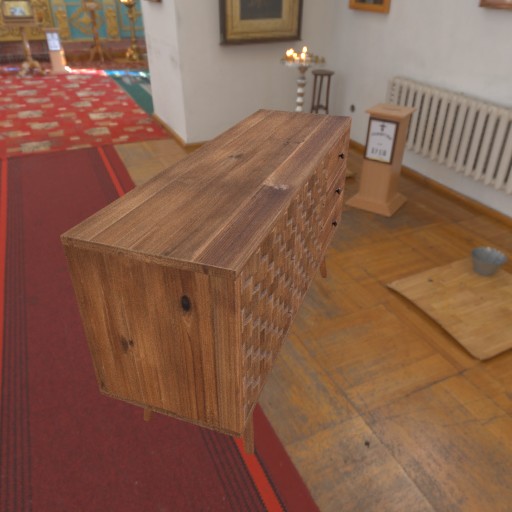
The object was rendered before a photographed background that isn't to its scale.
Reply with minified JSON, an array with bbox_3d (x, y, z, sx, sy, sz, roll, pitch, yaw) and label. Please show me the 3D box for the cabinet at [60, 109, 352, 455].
[{"bbox_3d":[0.000,0.000,1.746,0.472,0.800,1.400,11,32,17],"label":"cabinet"}]
